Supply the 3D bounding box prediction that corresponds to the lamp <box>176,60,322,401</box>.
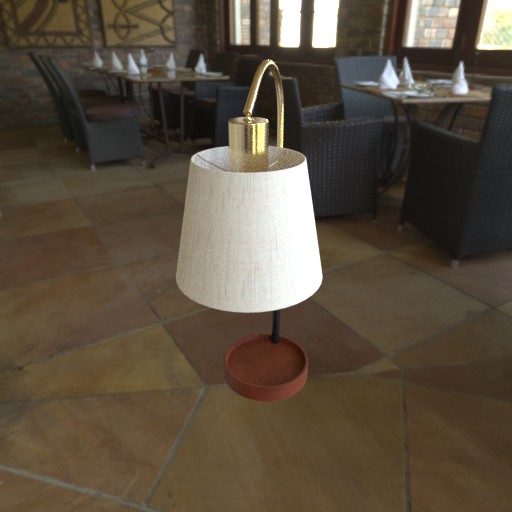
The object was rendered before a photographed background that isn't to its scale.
[{"bbox_3d":[0.000,0.000,0.666,0.211,0.536,0.273,8,27,16],"label":"lamp"}]
